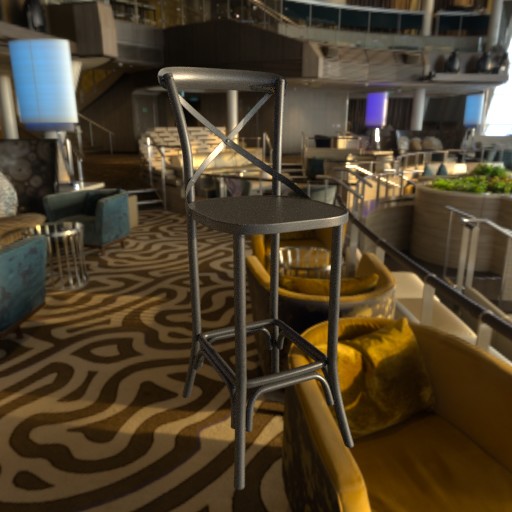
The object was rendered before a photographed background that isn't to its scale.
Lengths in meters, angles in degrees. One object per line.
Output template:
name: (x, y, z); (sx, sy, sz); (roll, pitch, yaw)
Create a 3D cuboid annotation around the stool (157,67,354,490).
stool: (0.000, 0.000, 1.415); (0.457, 1.168, 0.584); (-8, 18, -25)
